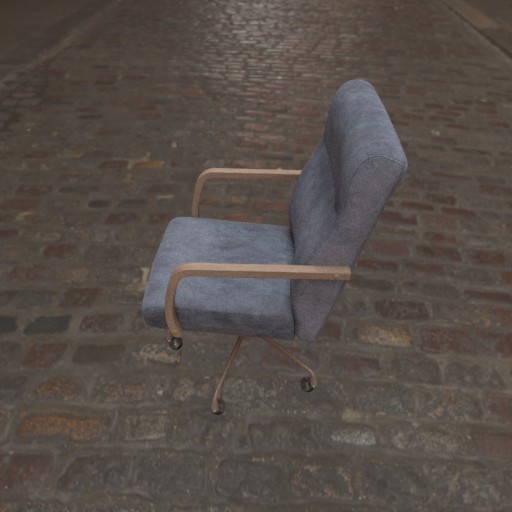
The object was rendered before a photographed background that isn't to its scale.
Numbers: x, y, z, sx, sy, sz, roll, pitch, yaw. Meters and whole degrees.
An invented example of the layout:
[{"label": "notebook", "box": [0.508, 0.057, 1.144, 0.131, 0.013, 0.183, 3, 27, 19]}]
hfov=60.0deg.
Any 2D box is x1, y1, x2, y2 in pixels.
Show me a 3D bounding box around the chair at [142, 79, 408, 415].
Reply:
[{"label": "chair", "box": [0.000, 0.000, 1.497, 0.741, 1.029, 0.640, 2, 41, 2]}]
